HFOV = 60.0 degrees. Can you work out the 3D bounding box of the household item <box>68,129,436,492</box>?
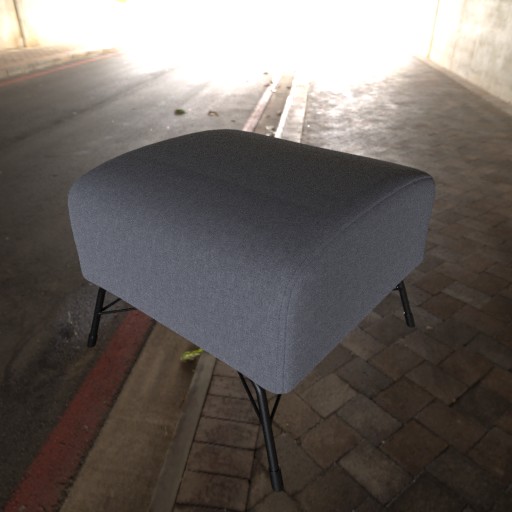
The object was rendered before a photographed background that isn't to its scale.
[{"bbox_3d":[0.000,0.000,0.897,0.530,0.410,0.530,23,37,34],"label":"household item"}]
